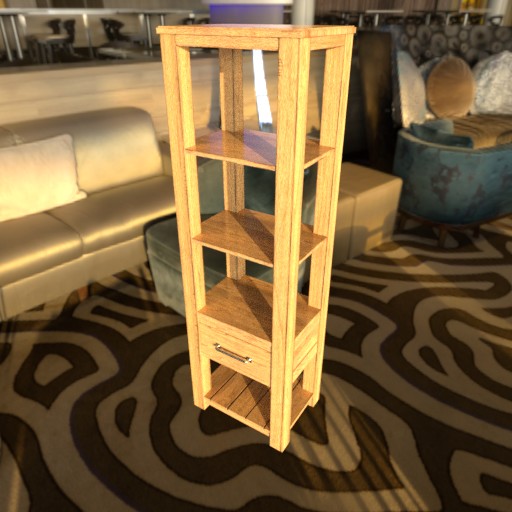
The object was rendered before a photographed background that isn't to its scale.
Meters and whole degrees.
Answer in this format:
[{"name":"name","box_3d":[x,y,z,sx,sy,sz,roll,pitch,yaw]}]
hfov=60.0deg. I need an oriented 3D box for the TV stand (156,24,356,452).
[{"name":"TV stand","box_3d":[0.000,0.000,1.983,0.565,1.828,0.435,17,33,28]}]
